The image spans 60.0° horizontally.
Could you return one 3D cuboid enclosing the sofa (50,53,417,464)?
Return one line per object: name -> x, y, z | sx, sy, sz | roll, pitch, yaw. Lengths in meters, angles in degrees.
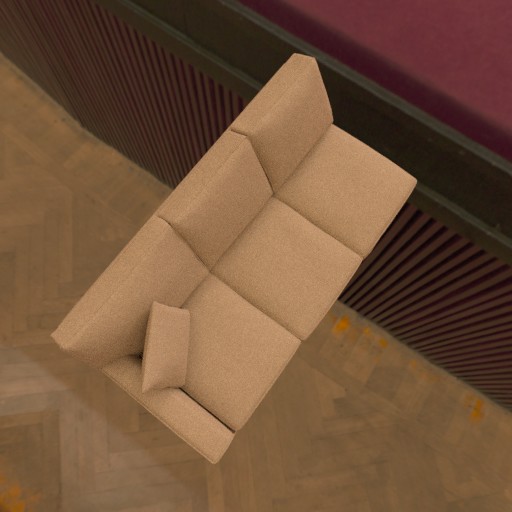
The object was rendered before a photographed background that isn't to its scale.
sofa -> 0.000, 0.000, 2.538 | 1.034, 0.946, 1.962 | 36, 77, 10
